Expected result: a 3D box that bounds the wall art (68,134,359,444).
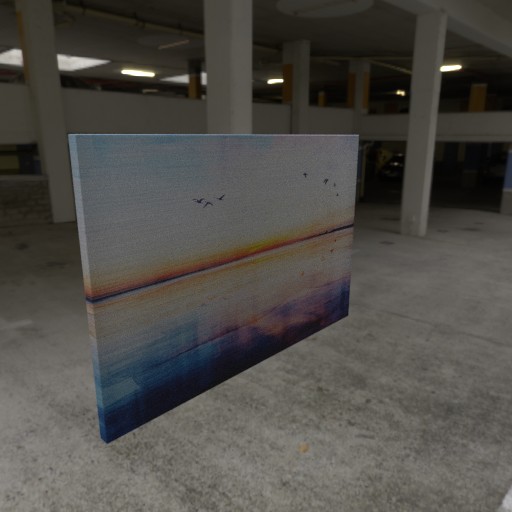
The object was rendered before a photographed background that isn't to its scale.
[{"bbox_3d":[0.000,0.000,0.761,0.018,0.402,0.604,14,20,41],"label":"wall art"}]
